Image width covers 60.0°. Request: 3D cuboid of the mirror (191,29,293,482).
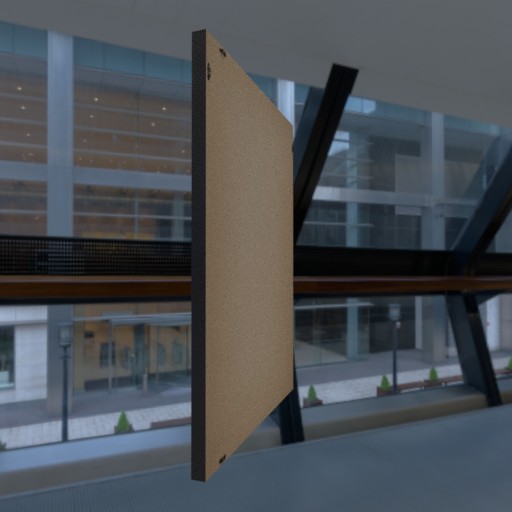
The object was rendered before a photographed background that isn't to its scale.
[{"bbox_3d":[0.000,0.000,1.357,0.041,1.016,0.762,0,-1,20],"label":"mirror"}]
